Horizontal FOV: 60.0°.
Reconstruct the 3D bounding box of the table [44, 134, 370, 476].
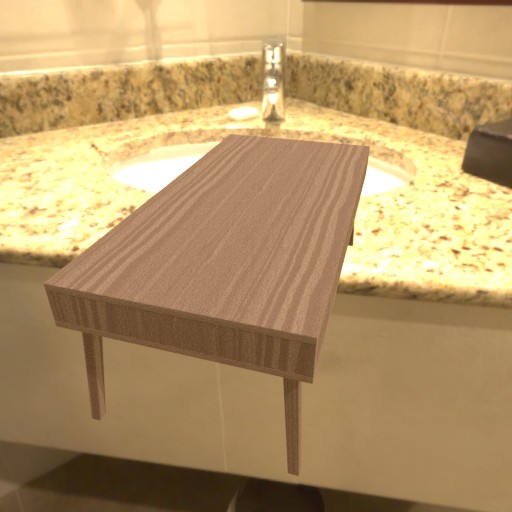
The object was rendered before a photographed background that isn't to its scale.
[{"bbox_3d":[0.000,0.000,1.493,0.600,0.450,1.200,9,32,14],"label":"table"}]
